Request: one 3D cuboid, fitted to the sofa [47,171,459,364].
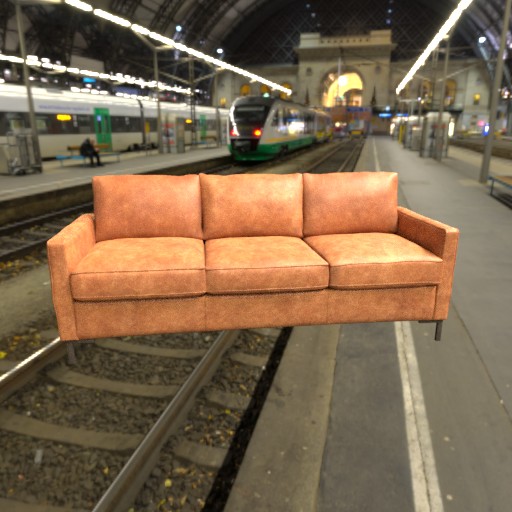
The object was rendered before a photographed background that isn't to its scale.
[{"bbox_3d":[0.000,0.000,2.470,2.029,0.863,0.748,-2,16,-7],"label":"sofa"}]
